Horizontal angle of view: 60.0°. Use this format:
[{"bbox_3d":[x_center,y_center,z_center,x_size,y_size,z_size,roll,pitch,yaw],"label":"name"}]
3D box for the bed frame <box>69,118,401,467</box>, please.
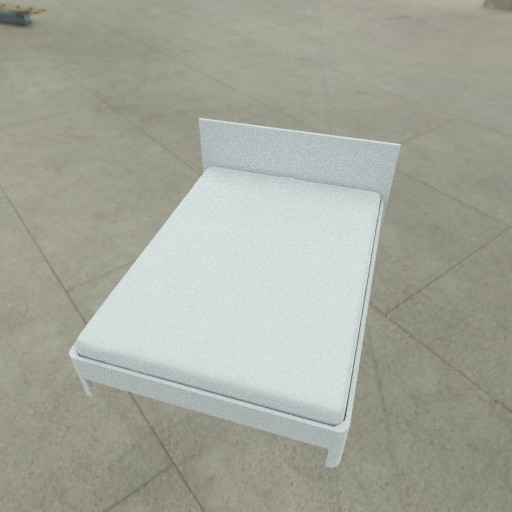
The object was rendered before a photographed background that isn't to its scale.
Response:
[{"bbox_3d":[0.000,0.000,2.772,1.490,0.800,1.950,11,42,13],"label":"bed frame"}]
